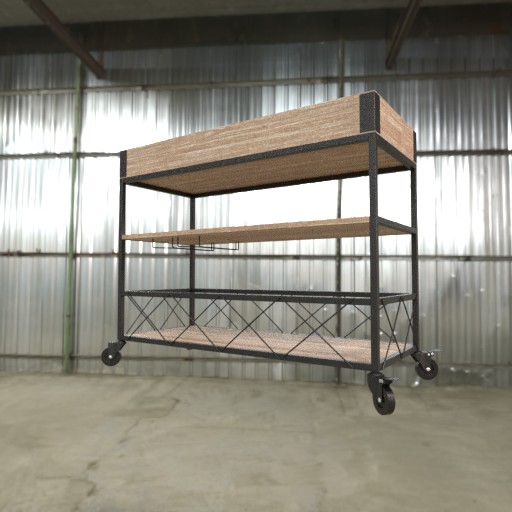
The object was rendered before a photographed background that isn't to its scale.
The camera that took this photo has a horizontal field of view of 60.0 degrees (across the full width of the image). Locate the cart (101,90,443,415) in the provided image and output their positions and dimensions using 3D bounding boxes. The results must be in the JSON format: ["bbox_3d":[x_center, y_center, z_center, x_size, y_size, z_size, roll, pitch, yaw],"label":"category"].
[{"bbox_3d":[0.000,0.000,1.519,1.101,0.787,0.500,-2,-3,34],"label":"cart"}]
